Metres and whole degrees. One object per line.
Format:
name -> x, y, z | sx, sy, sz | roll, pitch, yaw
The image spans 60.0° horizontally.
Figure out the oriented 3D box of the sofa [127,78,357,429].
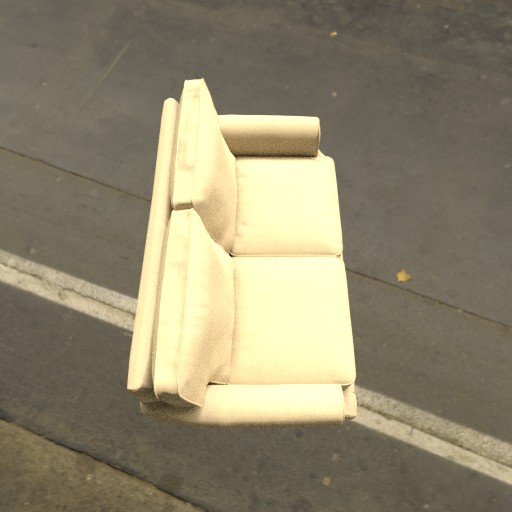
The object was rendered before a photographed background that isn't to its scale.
sofa -> 0.000, 0.000, 2.249 | 0.964, 0.937, 1.665 | 0, 63, 0
